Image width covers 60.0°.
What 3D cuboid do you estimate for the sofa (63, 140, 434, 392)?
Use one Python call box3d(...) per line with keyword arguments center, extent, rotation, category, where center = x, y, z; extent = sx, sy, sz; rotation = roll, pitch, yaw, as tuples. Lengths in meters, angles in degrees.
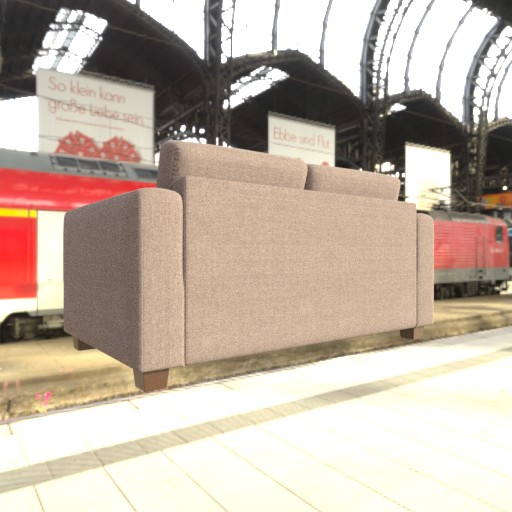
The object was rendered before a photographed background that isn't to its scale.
box3d(center=(0.000, 0.000, 2.053), extent=(1.520, 0.800, 0.900), rotation=(0, 0, -37), category="sofa")
